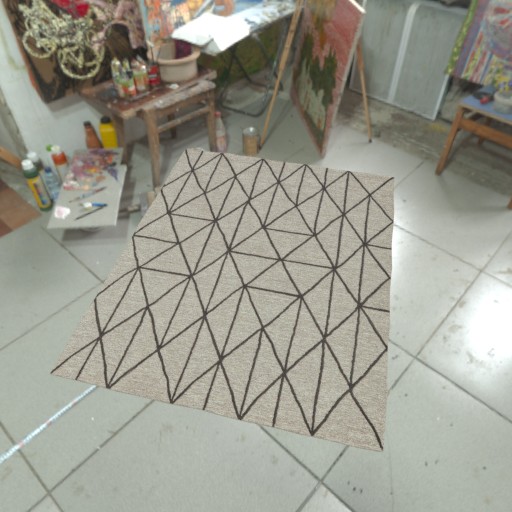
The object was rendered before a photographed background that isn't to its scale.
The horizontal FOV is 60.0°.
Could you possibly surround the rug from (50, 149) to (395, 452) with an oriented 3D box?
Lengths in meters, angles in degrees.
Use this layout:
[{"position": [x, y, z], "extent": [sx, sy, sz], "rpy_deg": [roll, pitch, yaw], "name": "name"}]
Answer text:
[{"position": [0.000, 0.000, 4.114], "extent": [2.468, 0.022, 3.061], "rpy_deg": [10, 48, 9], "name": "rug"}]
